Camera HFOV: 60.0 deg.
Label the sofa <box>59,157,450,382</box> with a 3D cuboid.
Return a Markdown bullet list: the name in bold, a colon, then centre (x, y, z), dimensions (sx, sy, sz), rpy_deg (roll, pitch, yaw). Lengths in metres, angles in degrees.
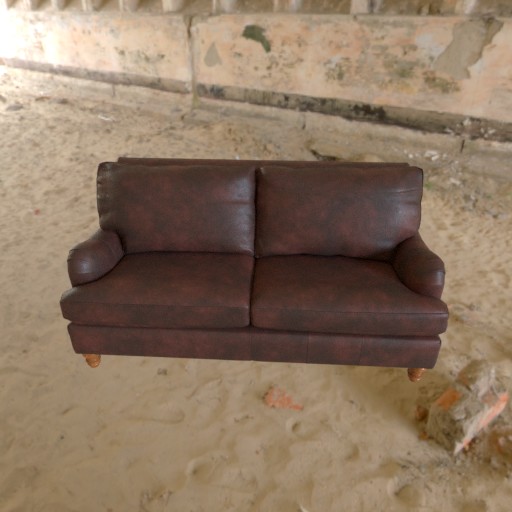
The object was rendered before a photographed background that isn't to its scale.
- **sofa**: centre (0.000, 0.000, 2.835), dimensions (2.144, 1.071, 1.147), rpy_deg (2, 30, 3)
